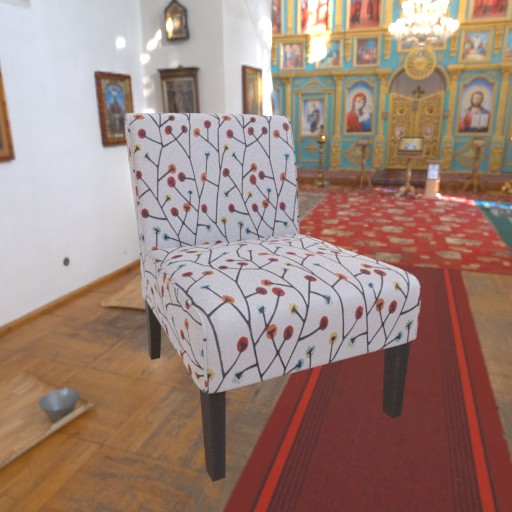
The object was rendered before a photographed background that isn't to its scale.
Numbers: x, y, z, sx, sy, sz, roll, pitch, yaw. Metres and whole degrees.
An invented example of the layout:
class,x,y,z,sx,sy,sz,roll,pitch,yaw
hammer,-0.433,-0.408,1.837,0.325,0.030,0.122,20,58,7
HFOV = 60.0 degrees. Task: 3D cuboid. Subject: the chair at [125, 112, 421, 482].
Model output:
class,x,y,z,sx,sy,sz,roll,pitch,yaw
chair,0.000,0.000,1.293,0.597,0.813,0.732,-7,17,-25
